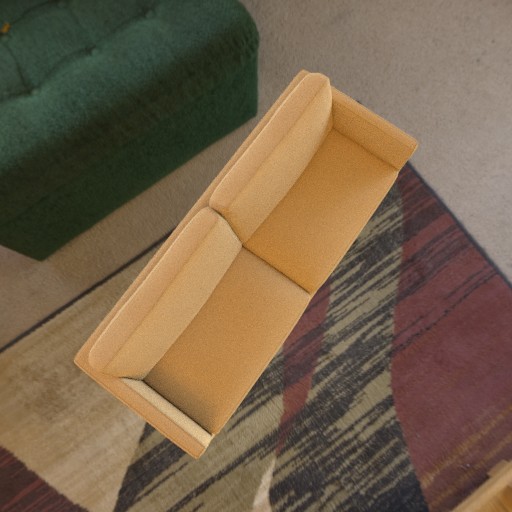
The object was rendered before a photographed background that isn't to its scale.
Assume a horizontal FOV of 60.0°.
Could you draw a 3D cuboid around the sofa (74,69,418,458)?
[{"bbox_3d":[0.000,0.000,2.950,0.951,0.968,2.361,35,80,7],"label":"sofa"}]
